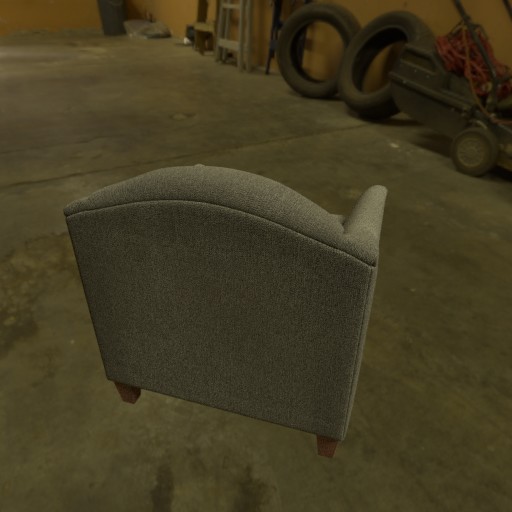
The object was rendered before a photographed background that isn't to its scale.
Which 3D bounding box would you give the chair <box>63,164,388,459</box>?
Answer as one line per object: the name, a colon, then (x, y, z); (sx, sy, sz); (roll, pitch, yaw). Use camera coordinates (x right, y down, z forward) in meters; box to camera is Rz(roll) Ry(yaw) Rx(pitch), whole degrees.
chair: (0.000, 0.000, 1.450); (0.763, 0.839, 0.787); (9, 34, 15)
